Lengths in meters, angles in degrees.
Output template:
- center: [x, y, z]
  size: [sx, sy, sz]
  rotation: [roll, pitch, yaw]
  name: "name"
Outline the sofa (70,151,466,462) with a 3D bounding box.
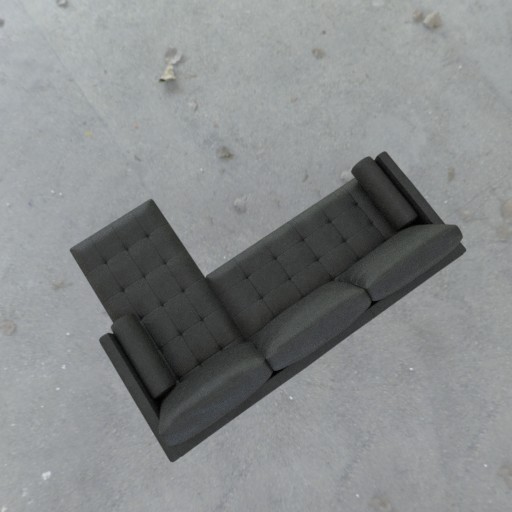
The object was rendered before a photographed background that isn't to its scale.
- center: [0.000, 0.000, 2.910]
  size: [2.178, 0.876, 1.497]
  rotation: [-34, 79, -8]
  name: "sofa"
